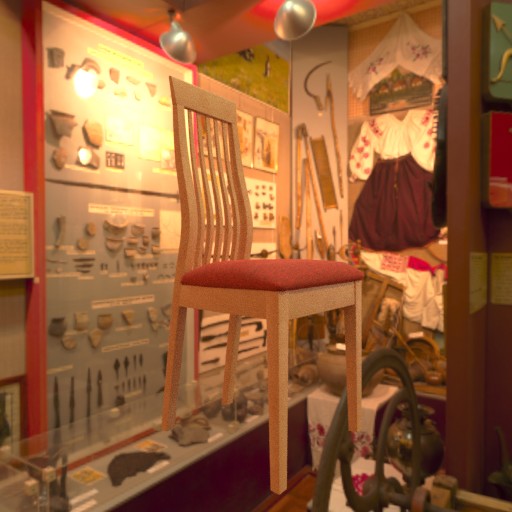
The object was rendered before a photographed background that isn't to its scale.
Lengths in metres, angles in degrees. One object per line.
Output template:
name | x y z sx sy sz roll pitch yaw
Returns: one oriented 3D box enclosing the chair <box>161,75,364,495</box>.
chair | 0.000 0.000 1.264 0.474 1.027 0.460 1 1 37
